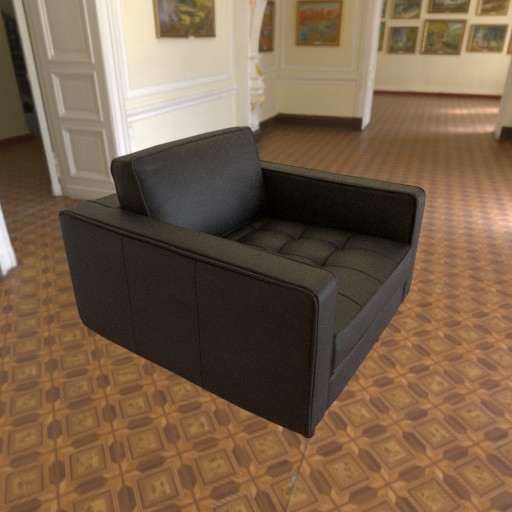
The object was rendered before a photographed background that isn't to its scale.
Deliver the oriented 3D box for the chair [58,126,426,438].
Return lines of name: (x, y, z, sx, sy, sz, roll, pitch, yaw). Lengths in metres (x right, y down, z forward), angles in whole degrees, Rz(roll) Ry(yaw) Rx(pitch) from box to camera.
chair: (0.000, 0.000, 1.545, 0.914, 0.763, 0.889, 16, 31, 30)
